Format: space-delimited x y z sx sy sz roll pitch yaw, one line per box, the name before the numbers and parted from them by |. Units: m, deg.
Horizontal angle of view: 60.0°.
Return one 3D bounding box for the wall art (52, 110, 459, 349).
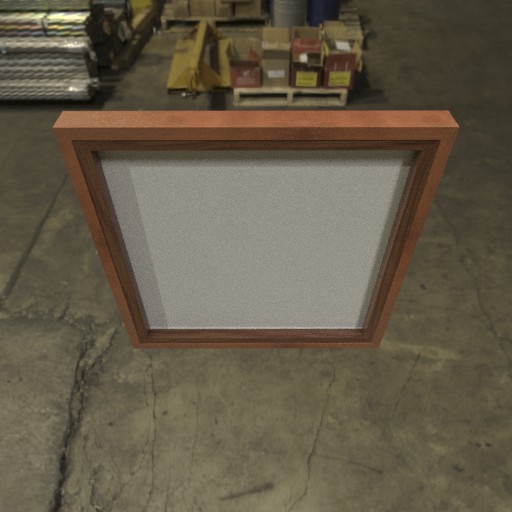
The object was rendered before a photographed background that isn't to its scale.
wall art | 0.000 0.000 0.595 0.403 0.403 0.035 0 46 0
